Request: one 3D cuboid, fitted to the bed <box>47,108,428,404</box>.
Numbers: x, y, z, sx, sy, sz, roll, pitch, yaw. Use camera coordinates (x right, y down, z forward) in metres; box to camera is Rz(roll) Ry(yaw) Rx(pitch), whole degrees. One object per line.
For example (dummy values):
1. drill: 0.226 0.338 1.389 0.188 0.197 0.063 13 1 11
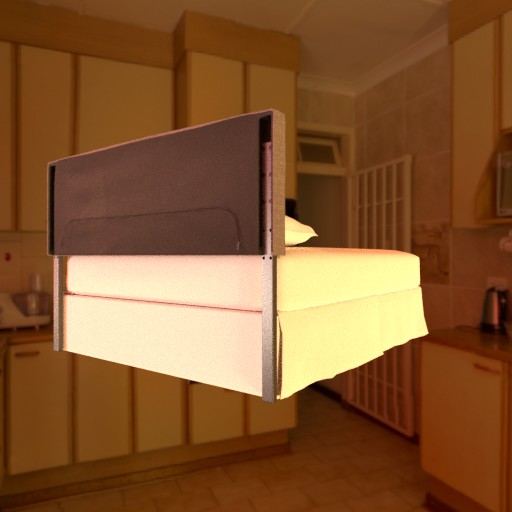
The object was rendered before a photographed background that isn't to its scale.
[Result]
1. bed: 0.000 0.000 2.813 1.610 1.089 1.894 0 0 37
